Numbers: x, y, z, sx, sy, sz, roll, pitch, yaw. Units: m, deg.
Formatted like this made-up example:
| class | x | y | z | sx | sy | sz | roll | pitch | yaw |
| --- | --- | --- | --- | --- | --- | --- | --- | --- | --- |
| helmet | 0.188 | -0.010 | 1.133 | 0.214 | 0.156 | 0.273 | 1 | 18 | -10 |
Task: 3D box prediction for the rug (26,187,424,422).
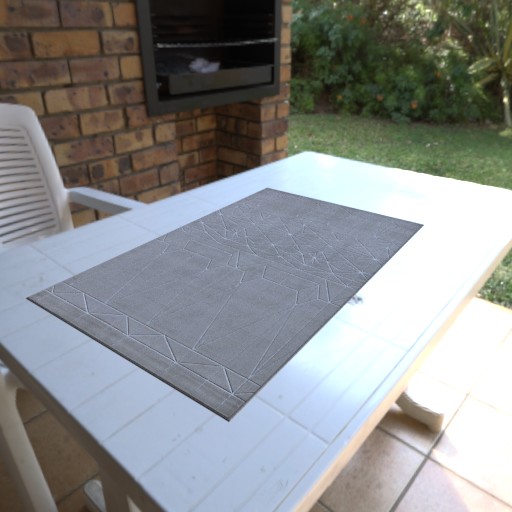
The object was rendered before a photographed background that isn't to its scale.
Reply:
| class | x | y | z | sx | sy | sz | roll | pitch | yaw |
| --- | --- | --- | --- | --- | --- | --- | --- | --- | --- |
| rug | 0.000 | 0.000 | 3.044 | 1.524 | 0.012 | 2.438 | 19 | 33 | 32 |
